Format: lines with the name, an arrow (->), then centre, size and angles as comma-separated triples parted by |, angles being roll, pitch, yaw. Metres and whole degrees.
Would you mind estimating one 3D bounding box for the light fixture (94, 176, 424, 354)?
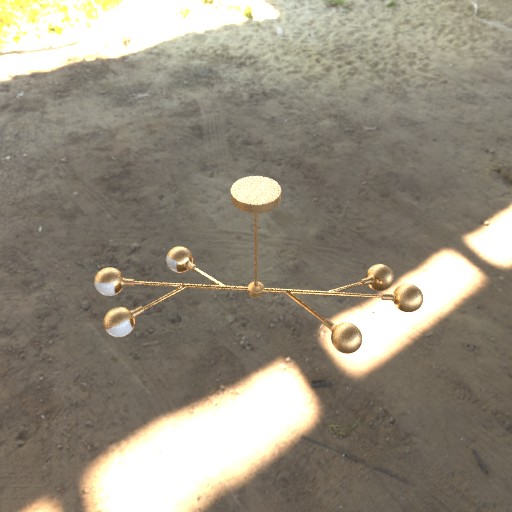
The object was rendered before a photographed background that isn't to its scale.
light fixture -> 0.000, 0.000, 1.012 | 0.778, 0.362, 0.434 | 14, 45, 15
